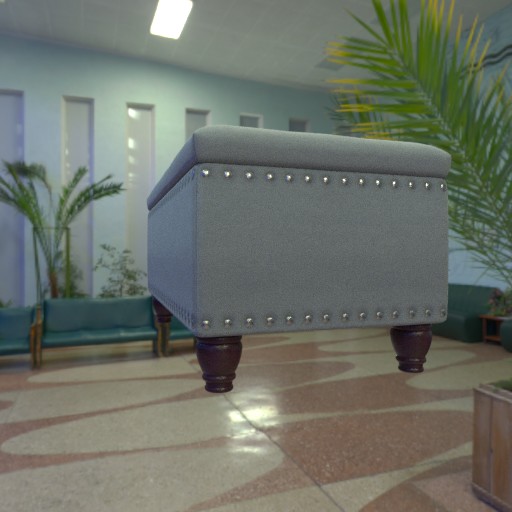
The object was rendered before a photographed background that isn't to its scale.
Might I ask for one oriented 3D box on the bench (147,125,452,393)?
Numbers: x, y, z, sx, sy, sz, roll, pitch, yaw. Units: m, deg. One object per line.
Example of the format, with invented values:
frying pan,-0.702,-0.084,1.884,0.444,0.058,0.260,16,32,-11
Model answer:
bench,0.000,0.000,1.185,0.500,0.449,0.887,0,0,-18
